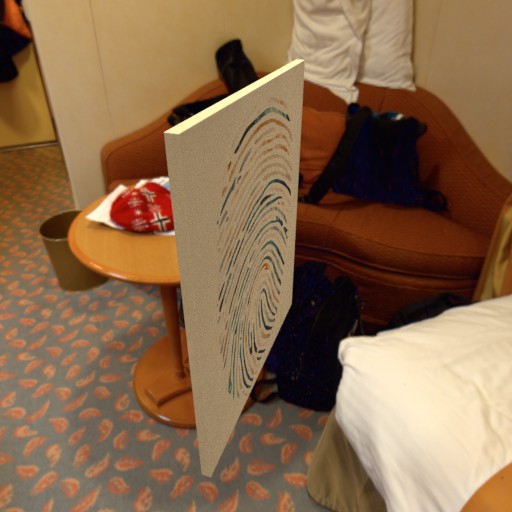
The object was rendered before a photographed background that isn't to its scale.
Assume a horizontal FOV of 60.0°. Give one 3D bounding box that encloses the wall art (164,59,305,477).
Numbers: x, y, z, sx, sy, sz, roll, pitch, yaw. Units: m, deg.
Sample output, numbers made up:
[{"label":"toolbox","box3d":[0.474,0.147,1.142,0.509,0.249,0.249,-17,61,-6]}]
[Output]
[{"label":"wall art","box3d":[0.000,0.000,0.967,0.021,0.710,0.609,11,34,17]}]
